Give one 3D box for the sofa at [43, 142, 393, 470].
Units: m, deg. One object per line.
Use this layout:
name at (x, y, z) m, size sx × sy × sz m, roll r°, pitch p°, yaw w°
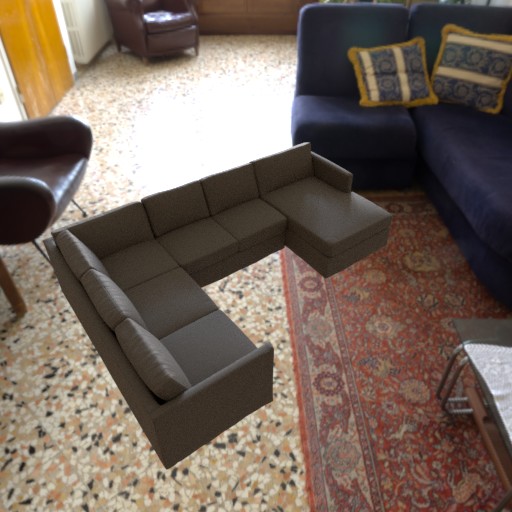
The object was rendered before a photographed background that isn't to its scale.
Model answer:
sofa at (0.000, 0.000, 4.562) m, size 3.460 × 0.882 × 2.427 m, roll -25°, pitch 46°, yaw -28°
